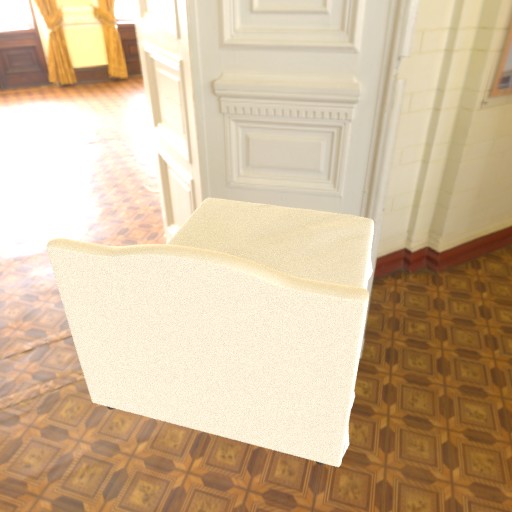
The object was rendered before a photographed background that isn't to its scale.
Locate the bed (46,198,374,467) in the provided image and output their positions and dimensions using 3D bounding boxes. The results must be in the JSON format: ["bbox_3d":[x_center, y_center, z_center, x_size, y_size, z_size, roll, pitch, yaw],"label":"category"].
[{"bbox_3d":[0.000,0.000,3.428,1.821,1.436,2.282,9,34,13],"label":"bed"}]
